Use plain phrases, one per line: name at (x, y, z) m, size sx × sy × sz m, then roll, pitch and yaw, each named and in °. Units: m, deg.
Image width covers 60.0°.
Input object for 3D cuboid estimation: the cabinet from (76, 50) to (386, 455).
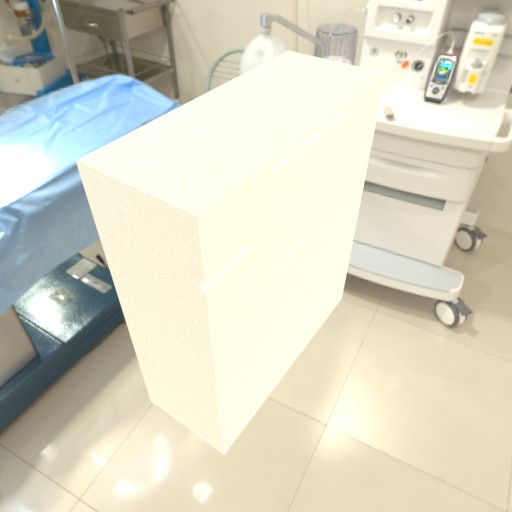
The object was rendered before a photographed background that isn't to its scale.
cabinet at (0.000, 0.000, 1.727) m, size 0.400 × 1.190 × 1.000 m, roll 26°, pitch 48°, yaw 25°
